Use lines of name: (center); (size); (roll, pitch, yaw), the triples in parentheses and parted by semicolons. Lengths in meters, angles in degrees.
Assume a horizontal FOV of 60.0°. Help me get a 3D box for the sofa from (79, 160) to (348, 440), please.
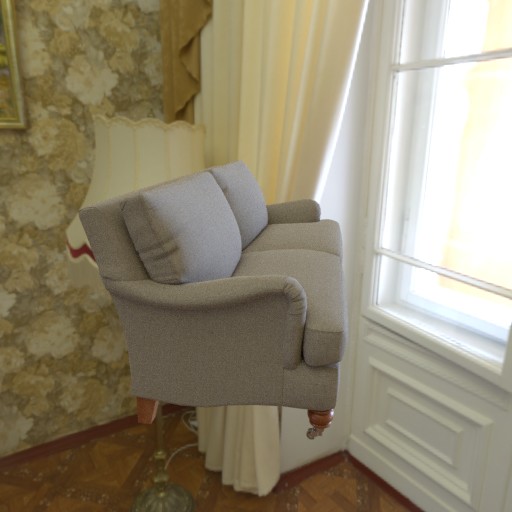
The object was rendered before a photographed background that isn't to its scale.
sofa: (0.000, 0.000, 2.763); (1.087, 1.054, 2.160); (3, 16, 9)
